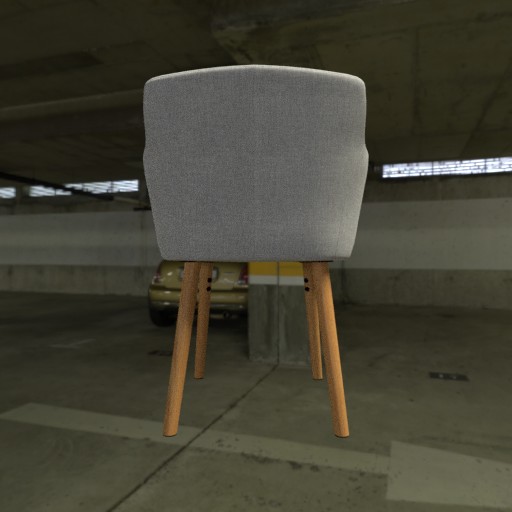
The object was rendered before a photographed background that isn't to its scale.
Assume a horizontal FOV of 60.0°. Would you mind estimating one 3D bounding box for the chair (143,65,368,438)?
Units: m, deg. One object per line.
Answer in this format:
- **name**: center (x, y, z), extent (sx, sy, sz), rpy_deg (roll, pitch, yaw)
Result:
- **chair**: center (0.000, 0.000, 1.153), extent (0.570, 0.780, 0.540), rpy_deg (0, 0, 1)
